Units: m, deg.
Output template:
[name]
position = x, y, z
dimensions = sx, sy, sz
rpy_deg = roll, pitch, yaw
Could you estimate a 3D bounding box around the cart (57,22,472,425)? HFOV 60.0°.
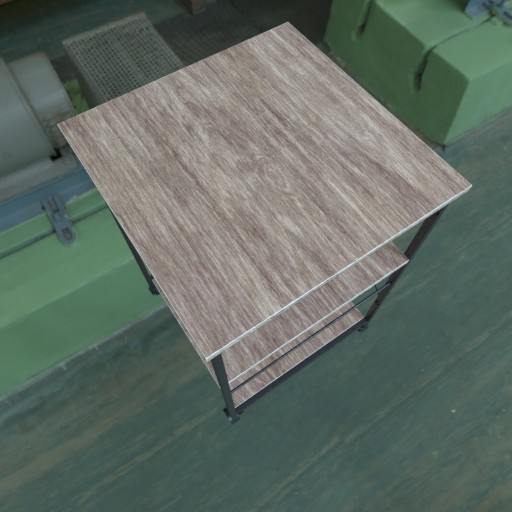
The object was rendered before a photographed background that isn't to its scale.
[cart]
position = 0.000, 0.000, 1.109
dimensions = 0.520, 0.762, 0.521
rpy_deg = -31, 66, -15
